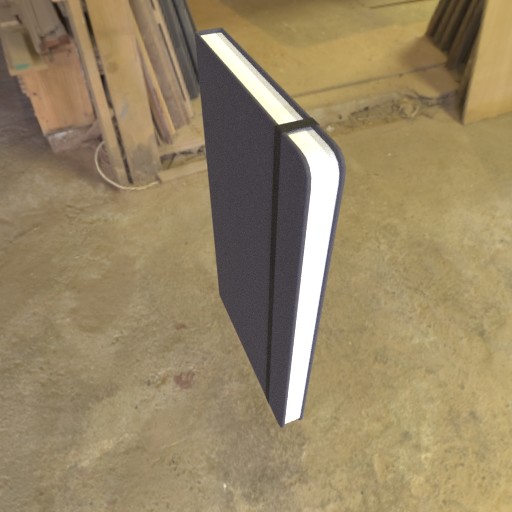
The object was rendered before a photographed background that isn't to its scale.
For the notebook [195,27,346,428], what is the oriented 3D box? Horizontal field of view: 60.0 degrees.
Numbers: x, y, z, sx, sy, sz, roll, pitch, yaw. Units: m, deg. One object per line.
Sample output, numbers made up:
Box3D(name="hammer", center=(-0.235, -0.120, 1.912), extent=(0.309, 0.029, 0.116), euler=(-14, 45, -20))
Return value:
Box3D(name="notebook", center=(0.000, 0.000, 0.262), extent=(0.016, 0.213, 0.127), euler=(-17, 48, -15))
